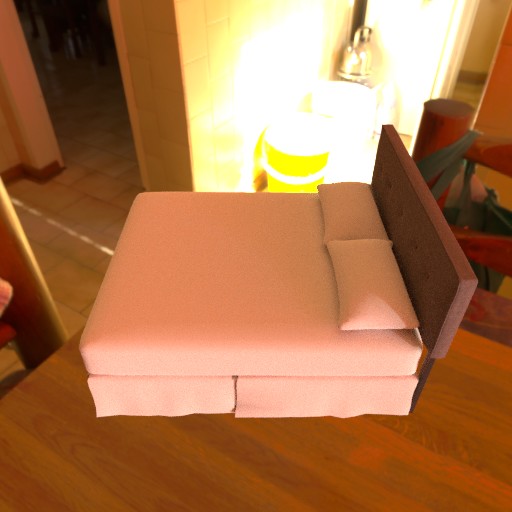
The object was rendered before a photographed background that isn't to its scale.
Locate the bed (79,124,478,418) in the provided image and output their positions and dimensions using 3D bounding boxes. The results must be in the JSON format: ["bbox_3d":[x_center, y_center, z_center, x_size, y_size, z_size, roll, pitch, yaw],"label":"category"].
[{"bbox_3d":[0.000,0.000,2.809,1.894,1.089,1.610,0,40,0],"label":"bed"}]
